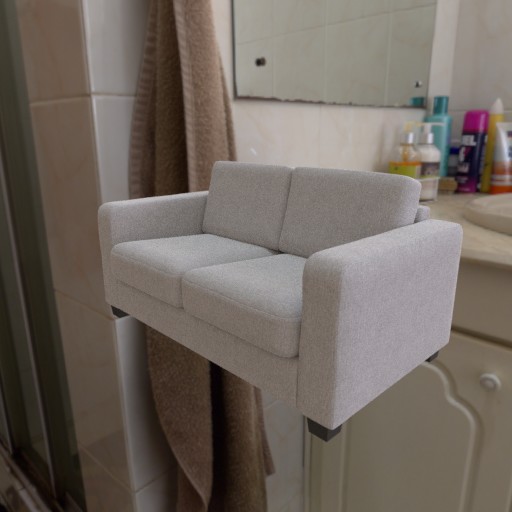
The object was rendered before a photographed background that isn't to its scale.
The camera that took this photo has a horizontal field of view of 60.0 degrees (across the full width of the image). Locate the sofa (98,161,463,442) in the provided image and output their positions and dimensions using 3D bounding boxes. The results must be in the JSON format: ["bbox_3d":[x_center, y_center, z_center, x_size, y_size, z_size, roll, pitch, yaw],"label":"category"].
[{"bbox_3d":[0.000,0.000,2.068,0.900,0.800,1.540,-15,22,-42],"label":"sofa"}]
